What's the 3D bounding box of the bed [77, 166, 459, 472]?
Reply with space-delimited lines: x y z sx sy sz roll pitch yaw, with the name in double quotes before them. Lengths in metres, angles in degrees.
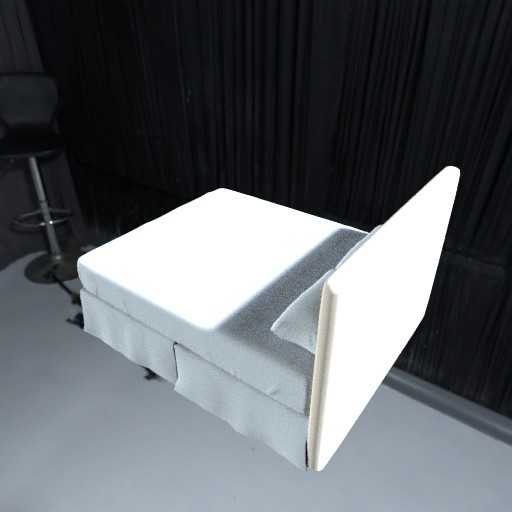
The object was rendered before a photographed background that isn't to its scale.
"bed" 0.000 0.000 3.202 2.142 1.330 1.748 21 38 31
